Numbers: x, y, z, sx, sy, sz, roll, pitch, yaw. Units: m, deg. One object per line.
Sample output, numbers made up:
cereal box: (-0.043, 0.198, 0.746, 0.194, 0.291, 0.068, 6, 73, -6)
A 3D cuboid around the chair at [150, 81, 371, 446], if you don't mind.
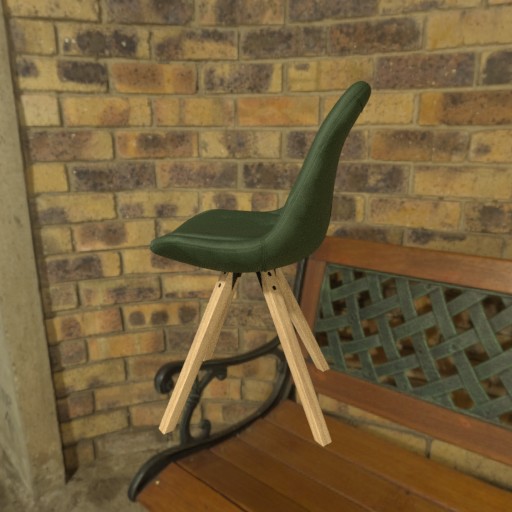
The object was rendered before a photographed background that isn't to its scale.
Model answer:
chair: (0.000, 0.000, 1.221, 0.547, 0.865, 0.483, 2, 15, 8)
